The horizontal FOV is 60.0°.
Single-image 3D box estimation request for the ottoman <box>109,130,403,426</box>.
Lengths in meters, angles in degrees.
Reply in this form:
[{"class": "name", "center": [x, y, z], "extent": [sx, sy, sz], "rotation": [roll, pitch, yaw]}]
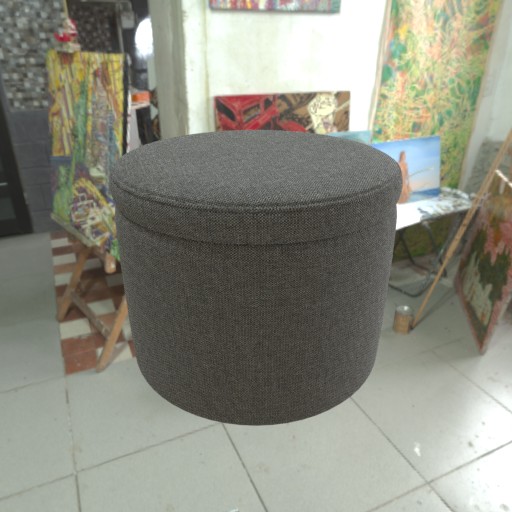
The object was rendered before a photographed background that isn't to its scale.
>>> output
[{"class": "ottoman", "center": [0.000, 0.000, 0.892], "extent": [0.520, 0.430, 0.520], "rotation": [0, 27, 0]}]
